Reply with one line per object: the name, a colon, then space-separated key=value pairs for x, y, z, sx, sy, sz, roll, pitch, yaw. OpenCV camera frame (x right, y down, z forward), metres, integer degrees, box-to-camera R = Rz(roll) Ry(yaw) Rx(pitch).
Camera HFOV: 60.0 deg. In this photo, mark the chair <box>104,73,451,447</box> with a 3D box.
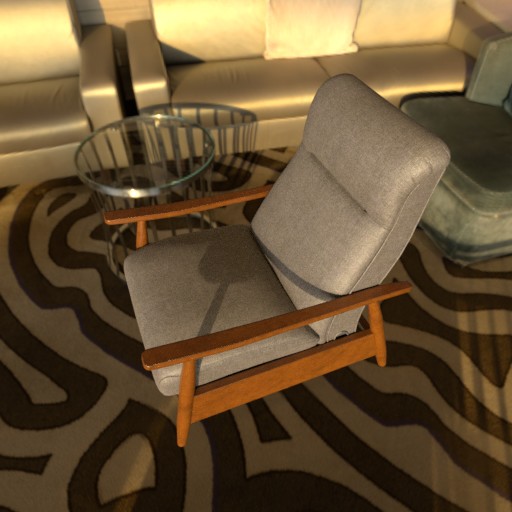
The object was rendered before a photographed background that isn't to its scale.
chair: x=0.000 y=0.000 z=1.723 sx=1.014 sy=1.081 sz=0.762 roll=-16 pitch=47 yaw=-16
